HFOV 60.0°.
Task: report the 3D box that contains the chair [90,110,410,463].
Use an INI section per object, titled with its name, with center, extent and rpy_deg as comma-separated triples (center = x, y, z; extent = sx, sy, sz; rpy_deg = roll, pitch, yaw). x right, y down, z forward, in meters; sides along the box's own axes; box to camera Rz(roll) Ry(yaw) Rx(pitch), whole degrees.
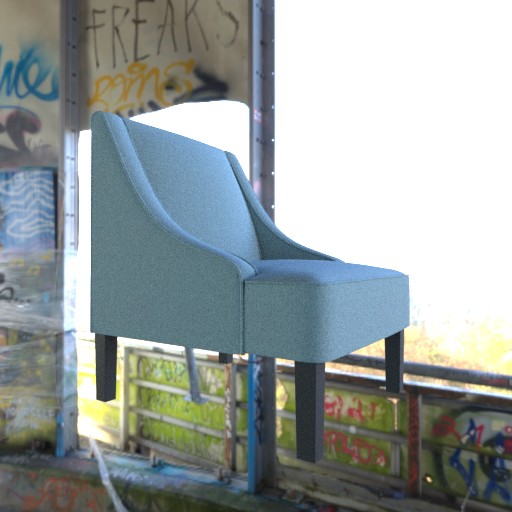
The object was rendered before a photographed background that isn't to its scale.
[chair]
center = 0.000, 0.000, 1.806
extent = 1.025, 1.133, 0.857
rpy_deg = 0, 0, 35
